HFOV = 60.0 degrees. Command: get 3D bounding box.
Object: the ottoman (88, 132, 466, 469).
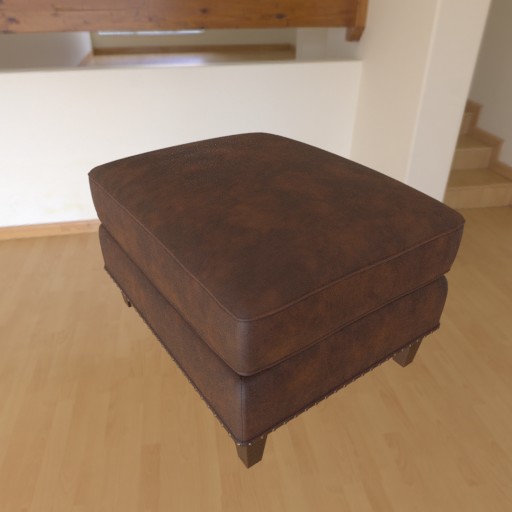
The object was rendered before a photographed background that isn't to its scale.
[{"bbox_3d":[0.000,0.000,1.121,0.586,0.486,0.742,-20,37,-29],"label":"ottoman"}]
